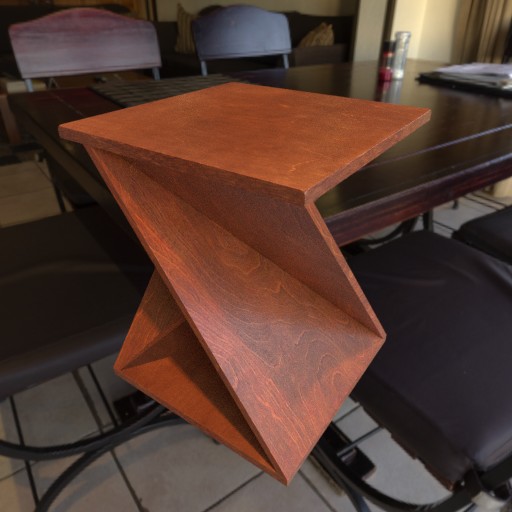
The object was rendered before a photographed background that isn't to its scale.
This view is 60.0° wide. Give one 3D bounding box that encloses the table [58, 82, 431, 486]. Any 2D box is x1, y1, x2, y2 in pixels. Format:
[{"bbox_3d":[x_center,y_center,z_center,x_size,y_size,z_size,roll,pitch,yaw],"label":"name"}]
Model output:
[{"bbox_3d":[0.000,0.000,0.842,0.427,0.520,0.427,20,37,30],"label":"table"}]
